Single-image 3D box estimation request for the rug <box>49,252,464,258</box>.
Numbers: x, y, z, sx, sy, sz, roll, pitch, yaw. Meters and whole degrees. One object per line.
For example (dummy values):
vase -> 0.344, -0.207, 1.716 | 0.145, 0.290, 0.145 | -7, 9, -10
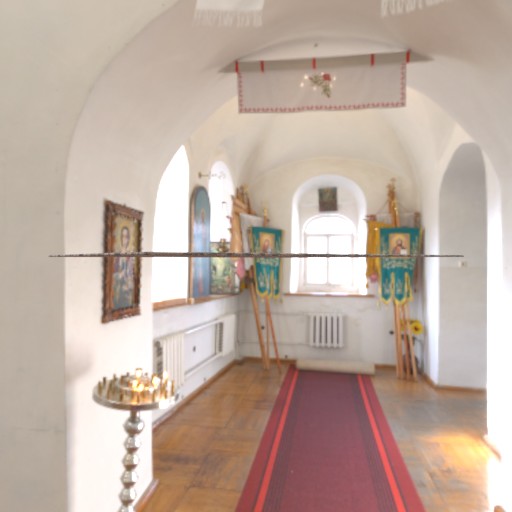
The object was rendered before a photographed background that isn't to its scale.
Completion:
rug -> 0.000, 0.000, 2.982 | 2.261, 0.013, 1.676 | 0, -1, -36
